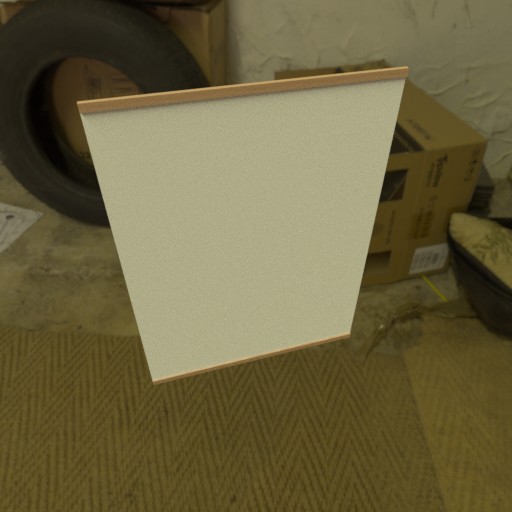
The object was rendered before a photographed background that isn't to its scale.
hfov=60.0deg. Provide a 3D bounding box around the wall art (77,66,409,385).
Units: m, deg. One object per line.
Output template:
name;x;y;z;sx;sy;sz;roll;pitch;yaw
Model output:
wall art;0.000;0.000;1.317;0.758;1.016;0.013;-11;42;-12
